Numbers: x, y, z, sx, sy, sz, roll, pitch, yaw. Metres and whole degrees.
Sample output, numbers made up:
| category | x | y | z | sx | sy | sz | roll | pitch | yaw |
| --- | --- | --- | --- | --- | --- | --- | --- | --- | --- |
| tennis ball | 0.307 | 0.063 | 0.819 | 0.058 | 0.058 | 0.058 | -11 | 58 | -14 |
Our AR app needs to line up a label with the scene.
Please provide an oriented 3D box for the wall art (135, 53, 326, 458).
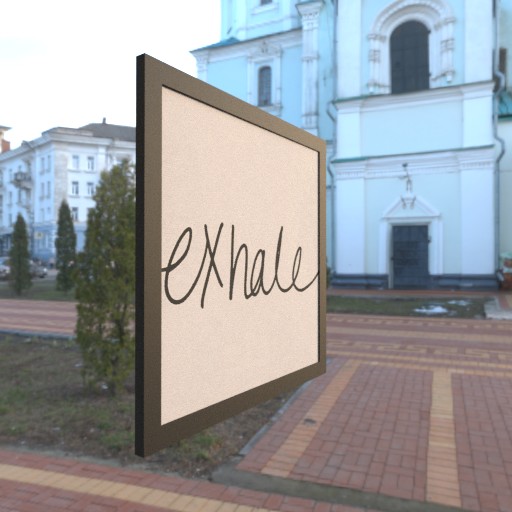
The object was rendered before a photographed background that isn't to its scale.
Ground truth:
| category | x | y | z | sx | sy | sz | roll | pitch | yaw |
| --- | --- | --- | --- | --- | --- | --- | --- | --- | --- |
| wall art | 0.000 | 0.000 | 0.539 | 0.012 | 0.357 | 0.358 | 0 | 0 | 35 |
